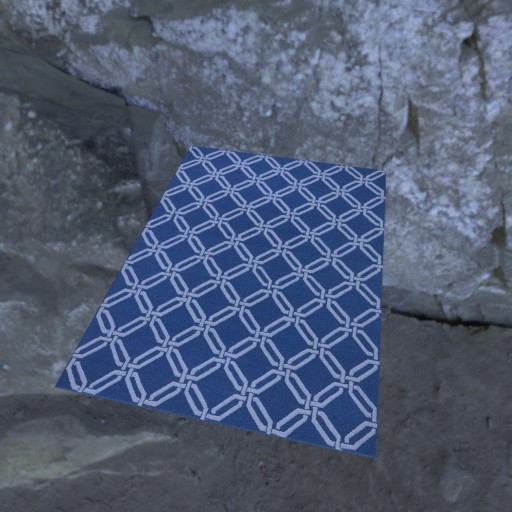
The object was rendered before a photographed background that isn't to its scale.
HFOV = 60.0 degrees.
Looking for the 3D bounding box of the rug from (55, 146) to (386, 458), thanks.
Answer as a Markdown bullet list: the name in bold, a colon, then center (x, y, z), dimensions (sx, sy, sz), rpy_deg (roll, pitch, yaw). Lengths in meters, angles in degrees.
- **rug**: center (0.000, 0.000, 4.327), dimensions (2.432, 0.018, 3.342), rpy_deg (9, 48, 8)
